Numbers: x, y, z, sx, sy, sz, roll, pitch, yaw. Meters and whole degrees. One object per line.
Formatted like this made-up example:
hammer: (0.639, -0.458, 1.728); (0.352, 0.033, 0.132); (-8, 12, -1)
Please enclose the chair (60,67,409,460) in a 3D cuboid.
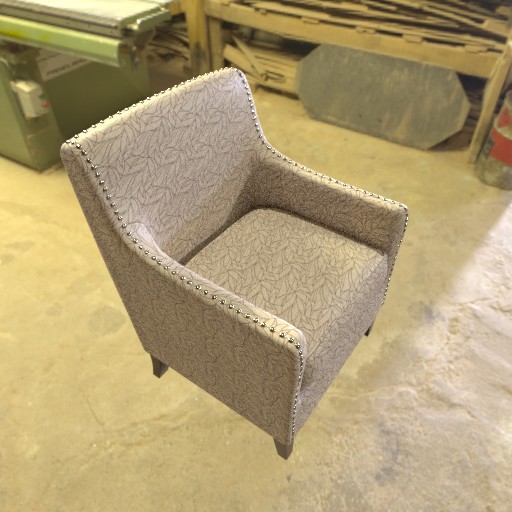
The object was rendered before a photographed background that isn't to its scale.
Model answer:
chair: (0.000, 0.000, 1.282); (0.651, 0.816, 0.623); (26, 48, 26)
